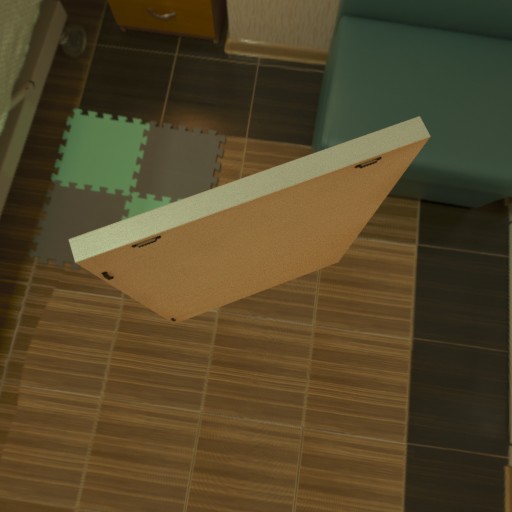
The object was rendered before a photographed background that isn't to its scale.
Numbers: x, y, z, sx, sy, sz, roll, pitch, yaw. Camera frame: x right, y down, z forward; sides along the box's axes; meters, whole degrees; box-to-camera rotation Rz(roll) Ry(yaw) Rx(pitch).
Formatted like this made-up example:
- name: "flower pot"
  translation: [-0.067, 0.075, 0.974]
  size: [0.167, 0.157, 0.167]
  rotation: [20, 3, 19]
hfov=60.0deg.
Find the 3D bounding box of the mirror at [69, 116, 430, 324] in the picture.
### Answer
- name: "mirror"
  translation: [0.000, 0.000, 0.937]
  size: [0.507, 0.710, 0.039]
  rotation: [-20, 76, -5]
